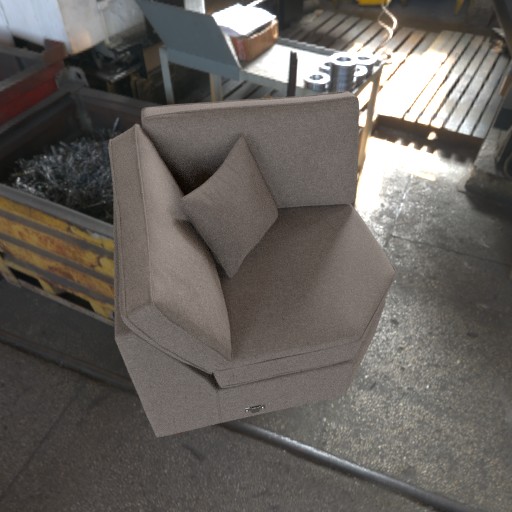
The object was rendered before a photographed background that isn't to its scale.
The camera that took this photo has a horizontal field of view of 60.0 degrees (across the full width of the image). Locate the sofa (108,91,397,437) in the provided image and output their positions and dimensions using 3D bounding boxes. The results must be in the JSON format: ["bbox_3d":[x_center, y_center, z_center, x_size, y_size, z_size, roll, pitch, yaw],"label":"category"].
[{"bbox_3d":[0.000,0.000,1.834,1.042,0.951,1.050,-9,47,-8],"label":"sofa"}]
